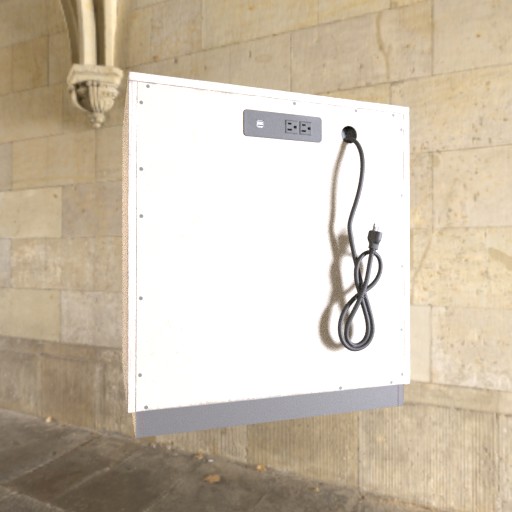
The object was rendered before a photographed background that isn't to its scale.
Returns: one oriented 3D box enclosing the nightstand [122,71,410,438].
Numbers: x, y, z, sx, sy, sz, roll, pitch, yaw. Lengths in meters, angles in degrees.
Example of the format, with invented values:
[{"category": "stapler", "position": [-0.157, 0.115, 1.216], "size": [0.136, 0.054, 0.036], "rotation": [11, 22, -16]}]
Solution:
[{"category": "nightstand", "position": [0.000, 0.000, 1.075], "size": [0.612, 0.673, 0.483], "rotation": [0, -1, -18]}]
